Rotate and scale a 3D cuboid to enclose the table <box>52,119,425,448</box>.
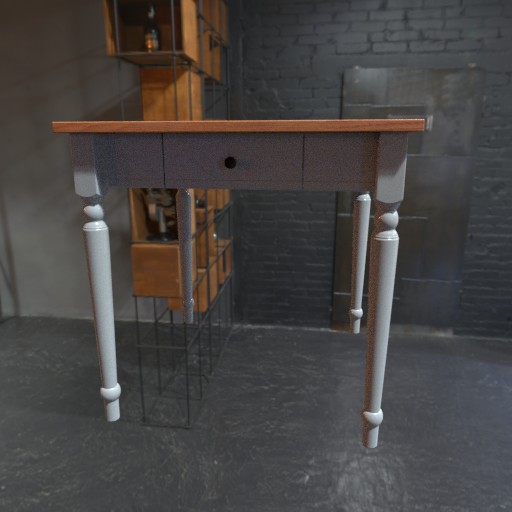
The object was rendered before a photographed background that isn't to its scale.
[{"bbox_3d":[0.000,0.000,1.319,0.747,0.738,0.747,2,15,9],"label":"table"}]
